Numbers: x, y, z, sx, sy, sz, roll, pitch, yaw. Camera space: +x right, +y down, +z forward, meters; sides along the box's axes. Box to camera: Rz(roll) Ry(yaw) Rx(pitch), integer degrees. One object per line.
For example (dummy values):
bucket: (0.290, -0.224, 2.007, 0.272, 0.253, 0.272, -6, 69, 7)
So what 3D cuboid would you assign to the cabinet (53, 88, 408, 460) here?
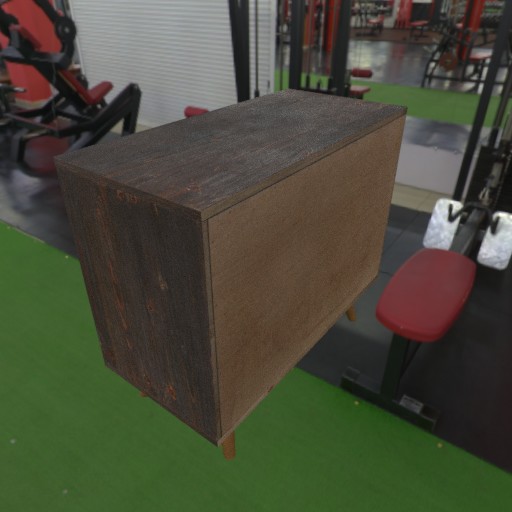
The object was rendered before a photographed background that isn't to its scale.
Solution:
cabinet: (0.000, 0.000, 1.543, 0.529, 0.897, 1.023, 22, 38, 31)
